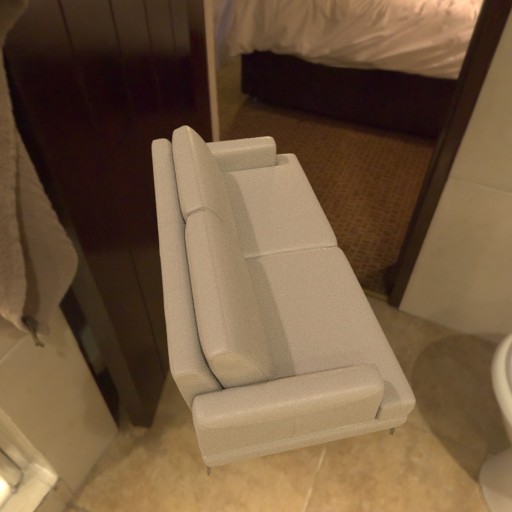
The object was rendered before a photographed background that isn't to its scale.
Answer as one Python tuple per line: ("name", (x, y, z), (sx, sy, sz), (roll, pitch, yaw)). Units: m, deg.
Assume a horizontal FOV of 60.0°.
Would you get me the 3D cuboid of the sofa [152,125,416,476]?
("sofa", (0.000, 0.000, 2.413), (0.974, 0.765, 1.940), (-8, 46, -8))
